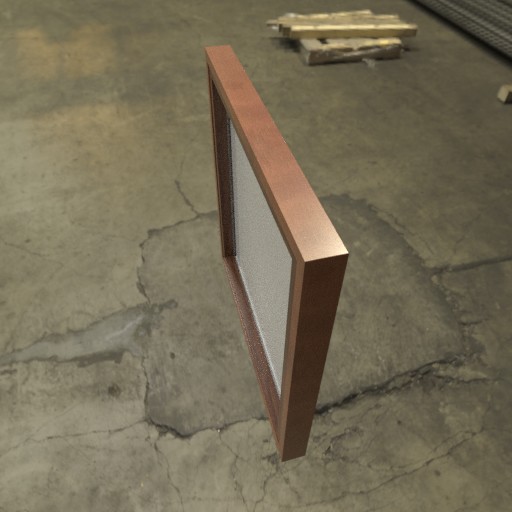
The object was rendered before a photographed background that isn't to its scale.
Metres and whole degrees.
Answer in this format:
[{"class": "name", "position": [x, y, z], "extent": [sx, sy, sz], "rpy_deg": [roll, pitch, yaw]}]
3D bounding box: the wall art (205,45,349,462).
[{"class": "wall art", "position": [0.000, 0.000, 0.601], "extent": [0.035, 0.403, 0.403], "rpy_deg": [-11, 47, -10]}]
